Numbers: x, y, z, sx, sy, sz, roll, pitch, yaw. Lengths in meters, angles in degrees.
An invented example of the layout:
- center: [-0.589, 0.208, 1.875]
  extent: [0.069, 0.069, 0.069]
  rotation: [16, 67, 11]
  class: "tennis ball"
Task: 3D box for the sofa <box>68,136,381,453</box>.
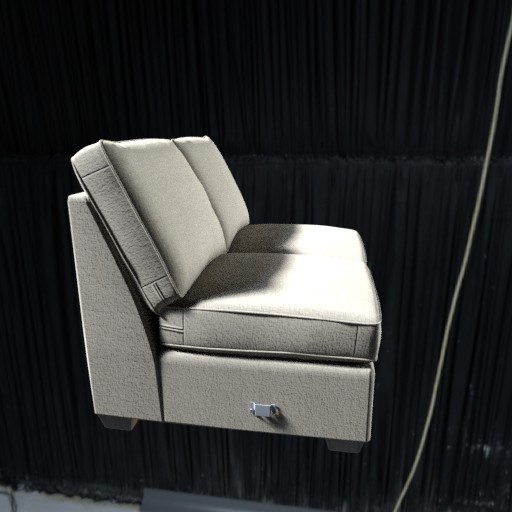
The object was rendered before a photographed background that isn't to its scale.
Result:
- center: [0.000, 0.000, 1.944]
  extent: [0.978, 1.006, 1.232]
  rotation: [3, 16, 9]
  class: "sofa"
